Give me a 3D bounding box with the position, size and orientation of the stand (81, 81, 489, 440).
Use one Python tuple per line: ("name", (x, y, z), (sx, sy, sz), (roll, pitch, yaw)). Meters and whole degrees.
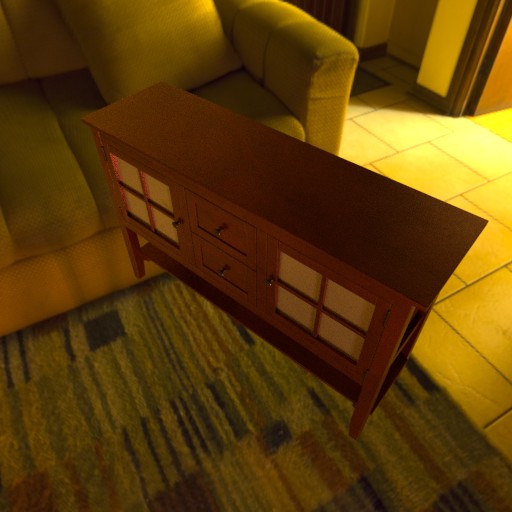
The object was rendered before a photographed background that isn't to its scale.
("stand", (0.000, 0.000, 1.751), (1.362, 0.872, 0.410), (31, 54, 26))
